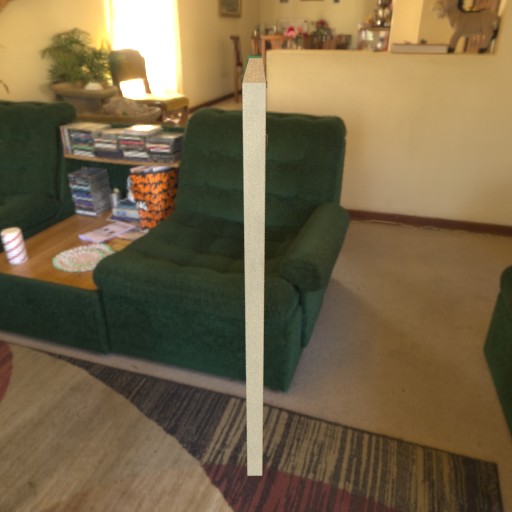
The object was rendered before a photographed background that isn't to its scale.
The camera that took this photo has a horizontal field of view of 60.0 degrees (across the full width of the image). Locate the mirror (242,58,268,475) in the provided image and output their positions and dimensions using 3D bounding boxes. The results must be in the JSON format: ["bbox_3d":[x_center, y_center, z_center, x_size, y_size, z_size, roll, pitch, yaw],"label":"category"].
[{"bbox_3d":[0.000,0.000,1.163,0.041,0.915,0.609,0,27,0],"label":"mirror"}]
